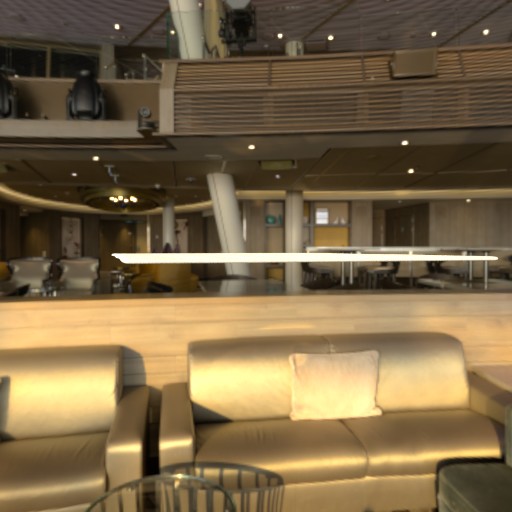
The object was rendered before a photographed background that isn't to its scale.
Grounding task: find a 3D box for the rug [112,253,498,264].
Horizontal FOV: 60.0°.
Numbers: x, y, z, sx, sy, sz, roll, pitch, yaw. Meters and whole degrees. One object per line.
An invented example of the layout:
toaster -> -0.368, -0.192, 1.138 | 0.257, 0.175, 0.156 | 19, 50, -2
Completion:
rug -> 0.000, 0.000, 4.069 | 2.462, 0.030, 3.066 | 0, 1, -19
